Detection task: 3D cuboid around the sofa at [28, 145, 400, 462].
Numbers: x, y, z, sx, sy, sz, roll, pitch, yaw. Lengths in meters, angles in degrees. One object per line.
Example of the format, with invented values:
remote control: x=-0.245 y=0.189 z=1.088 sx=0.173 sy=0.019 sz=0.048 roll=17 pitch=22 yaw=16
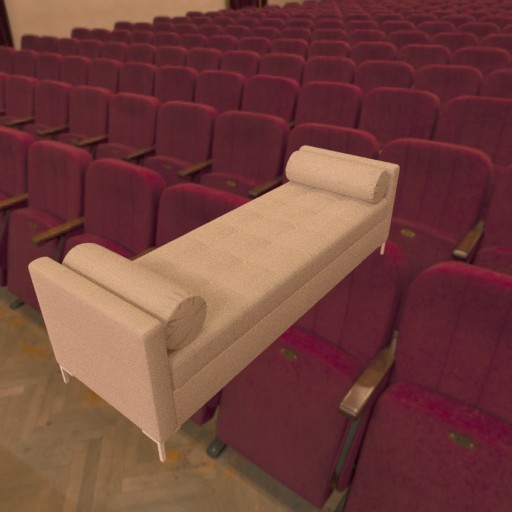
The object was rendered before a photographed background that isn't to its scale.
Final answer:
sofa: x=0.000 y=0.000 z=2.331 sx=0.686 sy=0.635 sz=1.981 roll=21 pitch=36 yaw=32
